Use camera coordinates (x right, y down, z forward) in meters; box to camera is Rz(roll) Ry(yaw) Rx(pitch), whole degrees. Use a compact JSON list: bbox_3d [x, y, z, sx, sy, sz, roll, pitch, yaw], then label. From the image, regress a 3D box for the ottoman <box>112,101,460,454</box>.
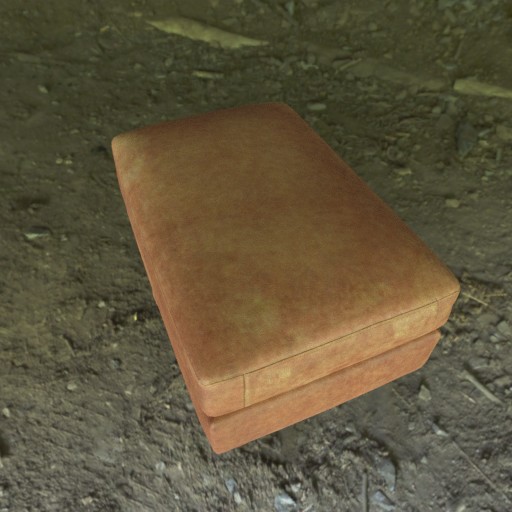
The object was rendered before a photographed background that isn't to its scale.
[{"bbox_3d":[0.000,0.000,1.174,0.565,0.507,0.852,-17,49,-16],"label":"ottoman"}]
